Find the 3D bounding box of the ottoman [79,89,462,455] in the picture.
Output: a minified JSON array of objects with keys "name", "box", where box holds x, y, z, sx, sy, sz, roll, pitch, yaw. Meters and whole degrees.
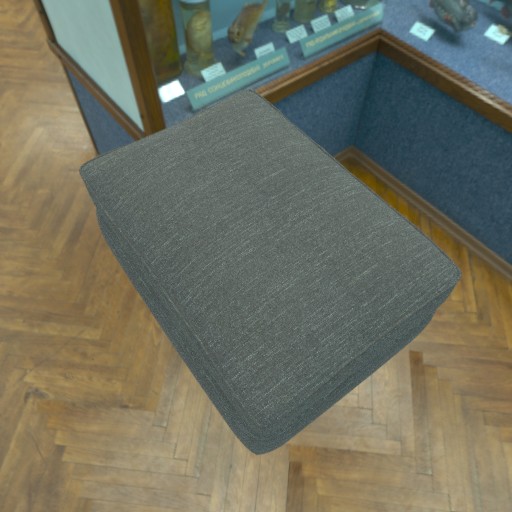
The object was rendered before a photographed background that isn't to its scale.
[{"name":"ottoman","box":[0.000,0.000,0.993,0.508,0.406,0.686,-31,62,-19]}]
